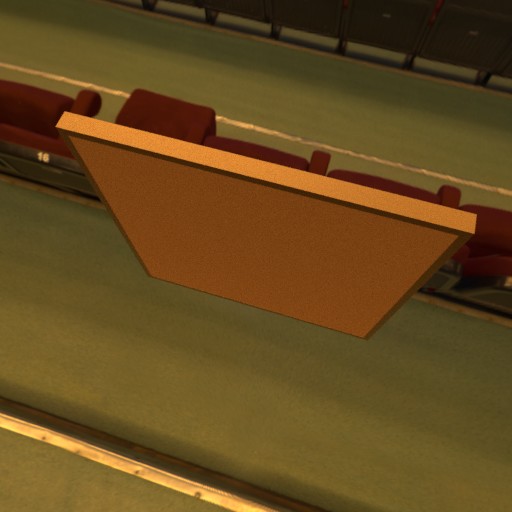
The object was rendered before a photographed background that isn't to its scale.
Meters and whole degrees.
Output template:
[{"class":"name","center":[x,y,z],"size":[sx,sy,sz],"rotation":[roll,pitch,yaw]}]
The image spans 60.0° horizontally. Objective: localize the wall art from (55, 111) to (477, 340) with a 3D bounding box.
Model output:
[{"class":"wall art","center":[0.000,0.000,1.129],"size":[0.762,0.762,0.038],"rotation":[15,67,7]}]
